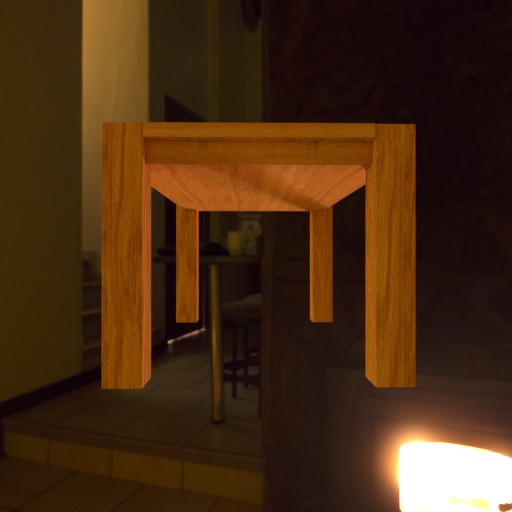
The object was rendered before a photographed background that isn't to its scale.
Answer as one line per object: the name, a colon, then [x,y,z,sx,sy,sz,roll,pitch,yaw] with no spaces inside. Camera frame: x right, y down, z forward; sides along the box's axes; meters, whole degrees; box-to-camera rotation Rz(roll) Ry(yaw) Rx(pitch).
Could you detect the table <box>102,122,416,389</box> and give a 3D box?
table: [0.000,0.000,1.968,0.900,0.760,1.400,0,0,-1]
